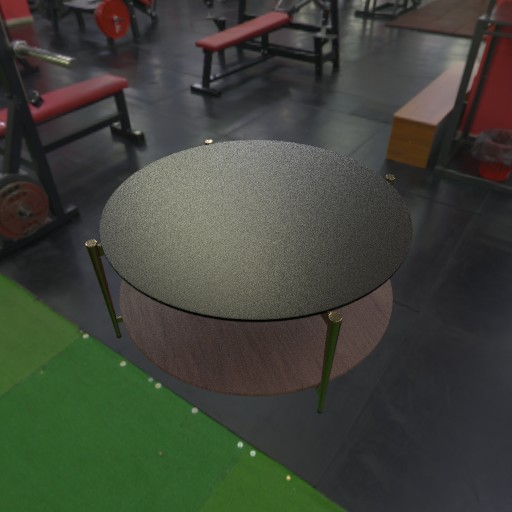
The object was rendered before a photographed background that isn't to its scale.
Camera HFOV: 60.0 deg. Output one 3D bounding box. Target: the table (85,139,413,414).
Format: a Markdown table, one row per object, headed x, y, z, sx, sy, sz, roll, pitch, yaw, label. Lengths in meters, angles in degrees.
| x | y | z | sx | sy | sz | roll | pitch | yaw | label |
| --- | --- | --- | --- | --- | --- | --- | --- | --- | --- |
| 0.000 | 0.000 | 1.501 | 0.938 | 0.400 | 0.938 | 27 | 47 | 28 | table |
